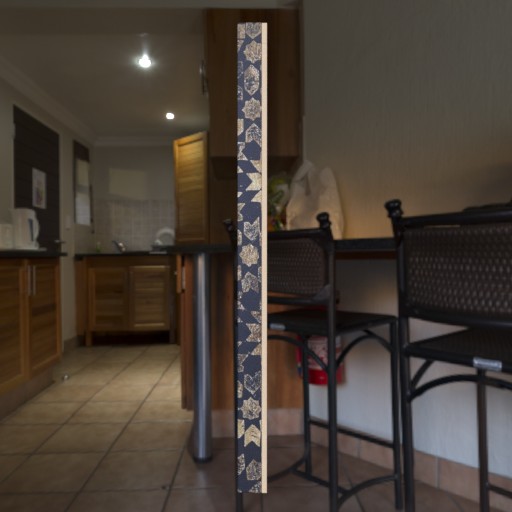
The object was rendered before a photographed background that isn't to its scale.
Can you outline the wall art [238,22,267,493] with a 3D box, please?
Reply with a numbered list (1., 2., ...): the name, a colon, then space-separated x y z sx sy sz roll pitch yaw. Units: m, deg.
1. wall art: 0.000 0.000 0.880 0.038 0.612 0.612 0 1 1
